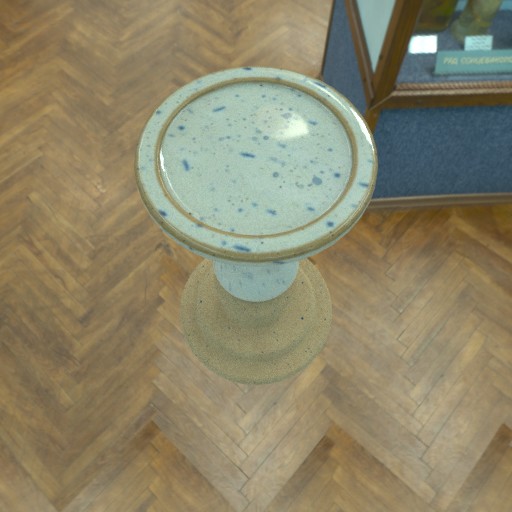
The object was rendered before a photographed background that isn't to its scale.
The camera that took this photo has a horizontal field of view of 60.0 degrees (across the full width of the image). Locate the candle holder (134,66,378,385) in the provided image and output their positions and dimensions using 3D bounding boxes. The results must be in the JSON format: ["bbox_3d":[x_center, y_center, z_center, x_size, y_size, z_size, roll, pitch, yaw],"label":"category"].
[{"bbox_3d":[0.000,0.000,0.277,0.123,0.202,0.123,0,63,0],"label":"candle holder"}]
